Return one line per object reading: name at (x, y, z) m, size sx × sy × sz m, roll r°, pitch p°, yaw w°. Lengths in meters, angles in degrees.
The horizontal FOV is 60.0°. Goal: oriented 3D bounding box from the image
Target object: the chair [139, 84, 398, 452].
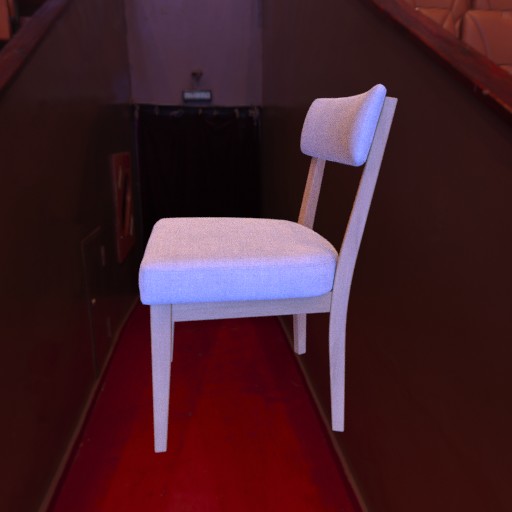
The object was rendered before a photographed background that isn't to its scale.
chair at (0.000, 0.000, 1.194) m, size 0.572 × 0.832 × 0.508 m, roll -2°, pitch 16°, yaw -8°
